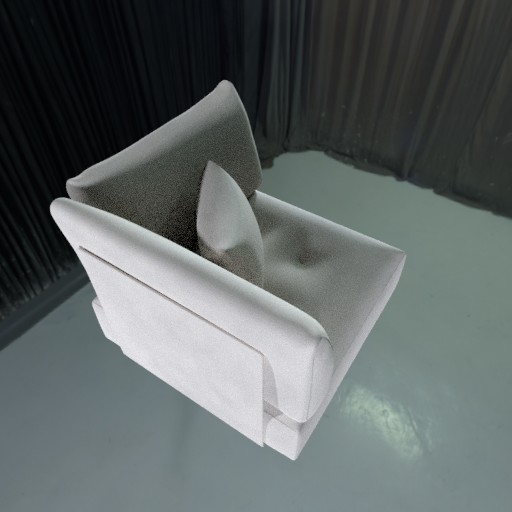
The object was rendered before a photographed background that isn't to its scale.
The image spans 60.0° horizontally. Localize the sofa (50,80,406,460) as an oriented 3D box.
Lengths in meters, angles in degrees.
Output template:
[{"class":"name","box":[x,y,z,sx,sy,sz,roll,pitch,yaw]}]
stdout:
[{"class":"sofa","box":[0.000,0.000,1.743,1.000,0.820,1.000,26,52,22]}]
